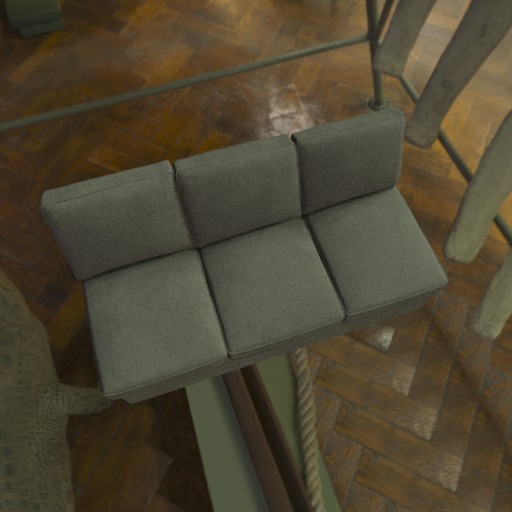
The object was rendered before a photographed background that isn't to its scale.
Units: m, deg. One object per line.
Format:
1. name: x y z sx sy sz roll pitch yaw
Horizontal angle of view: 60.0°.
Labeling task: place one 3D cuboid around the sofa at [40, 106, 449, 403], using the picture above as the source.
1. sofa: 0.000 0.000 2.516 1.962 0.973 1.027 -17 65 -8
